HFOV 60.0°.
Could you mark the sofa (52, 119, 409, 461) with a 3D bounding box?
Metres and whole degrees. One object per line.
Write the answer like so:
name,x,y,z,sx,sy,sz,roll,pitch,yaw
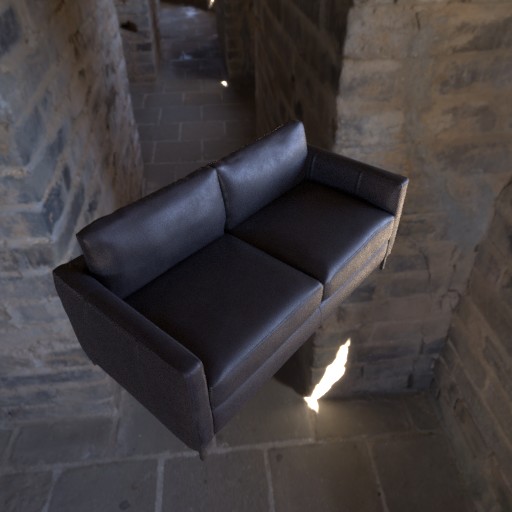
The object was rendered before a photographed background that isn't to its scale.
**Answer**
sofa,0.000,0.000,2.379,0.947,0.883,1.805,26,46,28
